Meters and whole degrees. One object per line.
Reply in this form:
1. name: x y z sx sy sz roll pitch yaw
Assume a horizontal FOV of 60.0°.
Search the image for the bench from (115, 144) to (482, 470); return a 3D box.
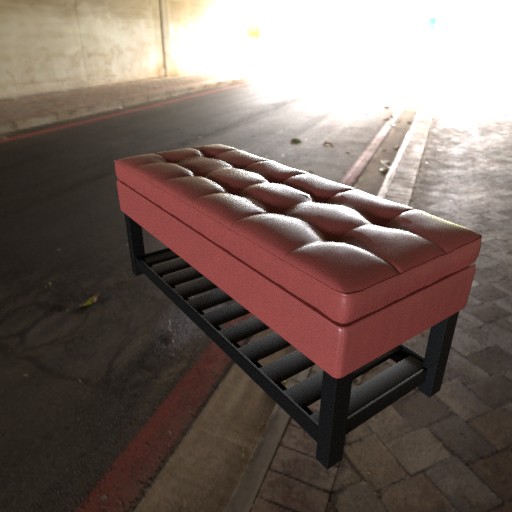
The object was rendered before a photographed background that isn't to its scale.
1. bench: 0.000 0.000 1.329 0.432 0.460 1.105 -18 32 -32
